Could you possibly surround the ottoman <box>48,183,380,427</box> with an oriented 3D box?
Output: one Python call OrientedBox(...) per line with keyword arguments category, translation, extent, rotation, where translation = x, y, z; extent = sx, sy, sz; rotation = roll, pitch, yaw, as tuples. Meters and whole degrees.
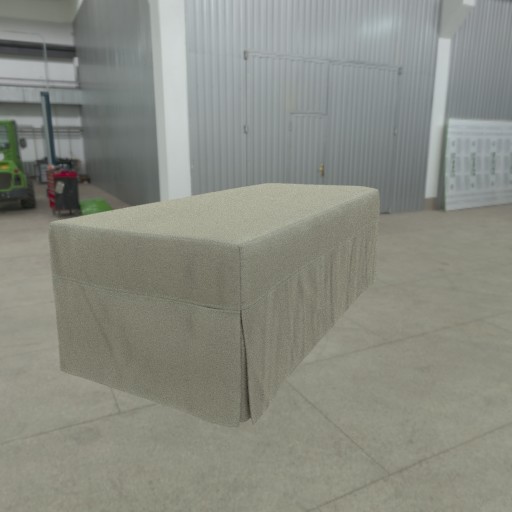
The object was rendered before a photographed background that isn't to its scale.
OrientedBox(category="ottoman", translation=(0.000, 0.000, 1.699), extent=(0.665, 0.457, 1.388), rotation=(7, 16, 27))
